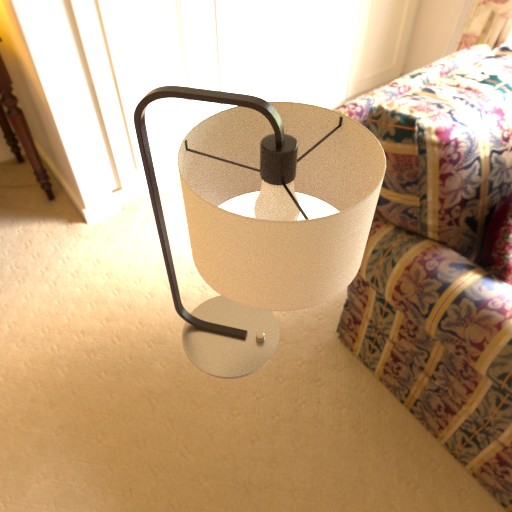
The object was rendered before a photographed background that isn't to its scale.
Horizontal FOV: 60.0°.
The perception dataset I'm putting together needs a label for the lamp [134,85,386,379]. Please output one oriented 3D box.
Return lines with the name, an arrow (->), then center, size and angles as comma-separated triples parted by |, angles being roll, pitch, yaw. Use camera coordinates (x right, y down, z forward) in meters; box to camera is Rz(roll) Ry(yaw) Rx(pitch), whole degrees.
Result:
lamp -> 0.000, 0.000, 0.629 | 0.288, 0.473, 0.230 | 11, 48, 10
